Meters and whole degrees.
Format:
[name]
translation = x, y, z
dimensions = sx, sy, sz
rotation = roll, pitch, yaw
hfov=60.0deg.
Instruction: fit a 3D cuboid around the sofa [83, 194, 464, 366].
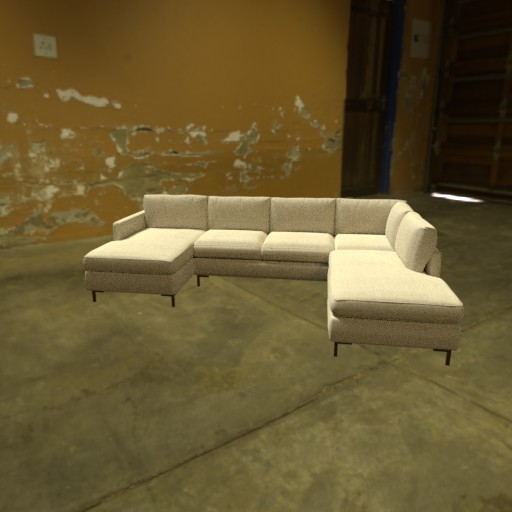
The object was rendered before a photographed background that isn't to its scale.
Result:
[sofa]
translation = 0.000, 0.000, 3.623
dimensions = 2.737, 0.756, 1.879
rotation = 2, 16, 9
